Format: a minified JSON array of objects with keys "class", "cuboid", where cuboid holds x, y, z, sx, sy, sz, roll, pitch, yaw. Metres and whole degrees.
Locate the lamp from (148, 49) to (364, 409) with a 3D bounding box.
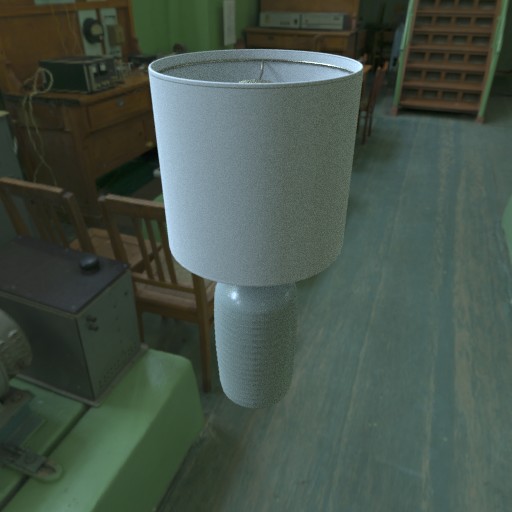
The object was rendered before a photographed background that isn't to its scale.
[{"class":"lamp","cuboid":[0.000,0.000,0.589,0.220,0.475,0.220,10,33,16]}]
